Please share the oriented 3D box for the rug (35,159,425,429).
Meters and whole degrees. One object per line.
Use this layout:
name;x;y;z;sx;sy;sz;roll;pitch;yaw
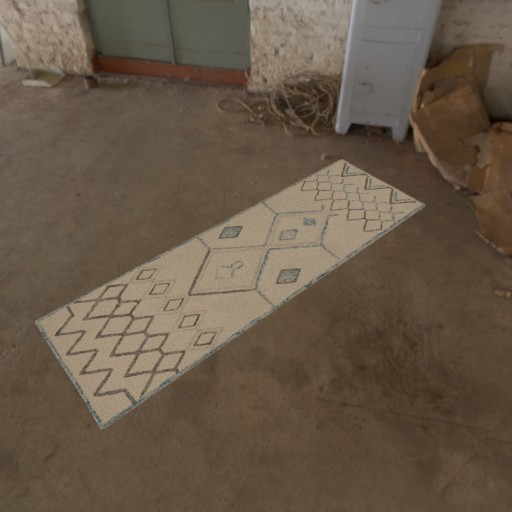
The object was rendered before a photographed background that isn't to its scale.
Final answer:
rug;0.000;0.000;2.710;2.434;0.013;0.770;-31;52;-28
